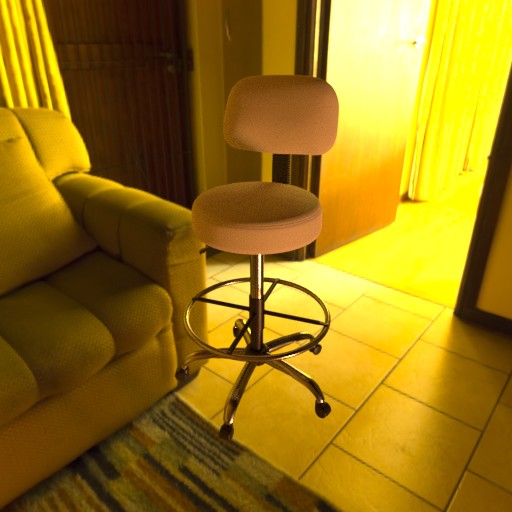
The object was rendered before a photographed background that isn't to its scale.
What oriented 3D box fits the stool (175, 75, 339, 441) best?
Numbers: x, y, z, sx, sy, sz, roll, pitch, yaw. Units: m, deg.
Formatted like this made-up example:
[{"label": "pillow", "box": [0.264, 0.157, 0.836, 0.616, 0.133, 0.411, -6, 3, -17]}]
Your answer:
[{"label": "stool", "box": [0.000, 0.000, 1.471, 0.609, 1.080, 0.616, 9, 27, 18]}]
